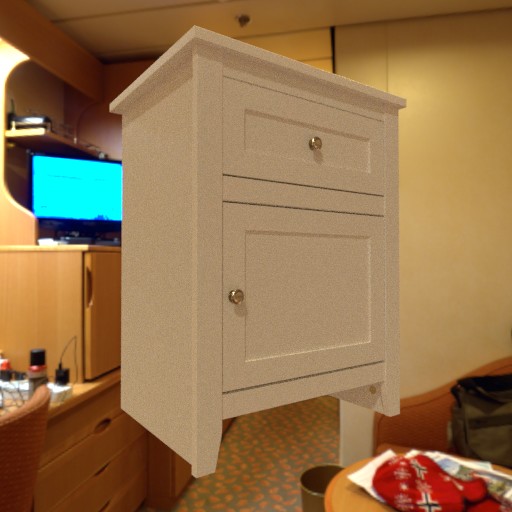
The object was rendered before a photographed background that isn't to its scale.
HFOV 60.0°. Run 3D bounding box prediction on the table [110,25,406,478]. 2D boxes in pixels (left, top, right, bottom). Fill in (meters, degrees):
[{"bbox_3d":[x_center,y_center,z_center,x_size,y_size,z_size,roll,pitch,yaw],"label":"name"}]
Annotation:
[{"bbox_3d":[0.000,0.000,0.906,0.480,0.635,0.381,1,-1,-36],"label":"table"}]
